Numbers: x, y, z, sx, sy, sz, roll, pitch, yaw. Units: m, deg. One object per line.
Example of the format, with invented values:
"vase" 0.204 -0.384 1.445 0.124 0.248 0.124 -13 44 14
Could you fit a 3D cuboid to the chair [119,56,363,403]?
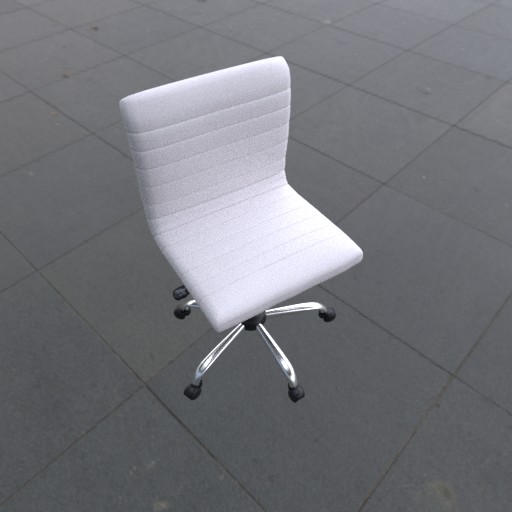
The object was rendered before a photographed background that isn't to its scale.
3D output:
"chair" 0.000 0.000 1.058 0.520 0.750 0.455 -24 51 -21
